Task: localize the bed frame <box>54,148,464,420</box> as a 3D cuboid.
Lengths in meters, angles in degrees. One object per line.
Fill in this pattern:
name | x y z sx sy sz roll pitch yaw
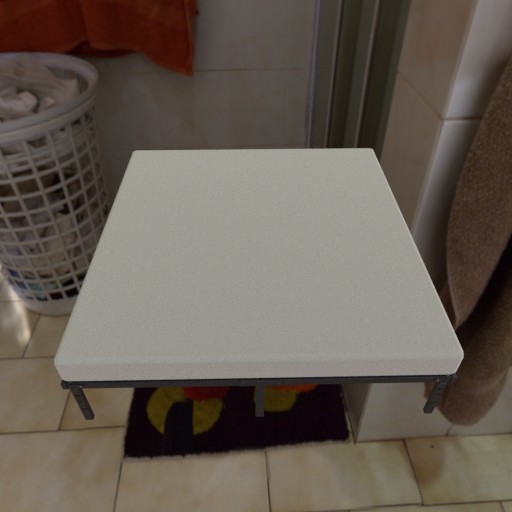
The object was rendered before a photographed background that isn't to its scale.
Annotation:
bed frame | 0.000 0.000 3.855 2.526 0.680 2.635 -1 42 -1
